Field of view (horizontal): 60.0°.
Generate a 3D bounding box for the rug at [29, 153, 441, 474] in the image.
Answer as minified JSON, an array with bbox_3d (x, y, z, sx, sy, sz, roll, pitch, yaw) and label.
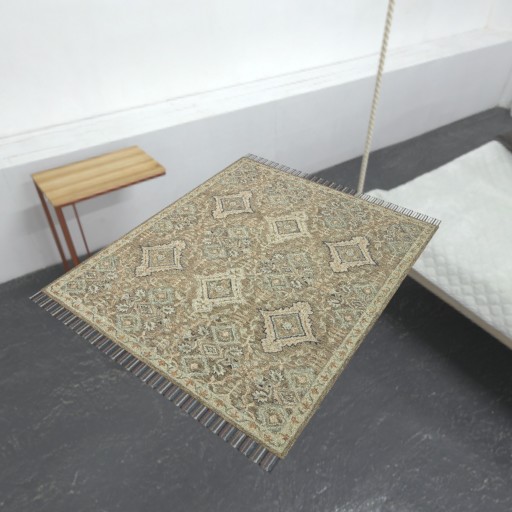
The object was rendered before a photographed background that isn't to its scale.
[{"bbox_3d":[0.000,0.000,4.064,2.437,0.010,3.056,25,47,26],"label":"rug"}]
